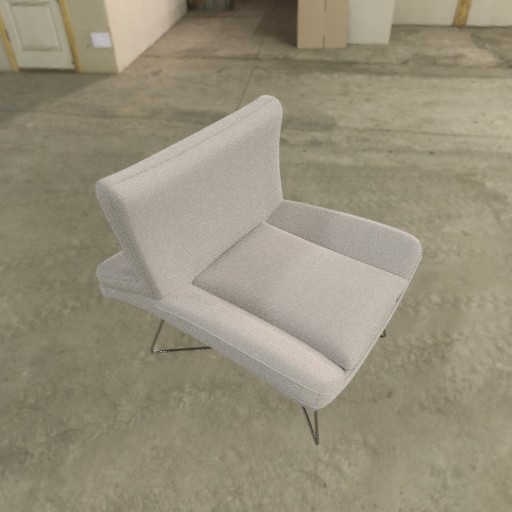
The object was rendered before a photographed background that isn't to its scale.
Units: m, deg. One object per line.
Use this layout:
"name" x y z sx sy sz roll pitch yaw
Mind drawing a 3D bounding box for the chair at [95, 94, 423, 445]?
"chair" 0.000 0.000 1.635 1.008 0.855 0.859 24 46 26
